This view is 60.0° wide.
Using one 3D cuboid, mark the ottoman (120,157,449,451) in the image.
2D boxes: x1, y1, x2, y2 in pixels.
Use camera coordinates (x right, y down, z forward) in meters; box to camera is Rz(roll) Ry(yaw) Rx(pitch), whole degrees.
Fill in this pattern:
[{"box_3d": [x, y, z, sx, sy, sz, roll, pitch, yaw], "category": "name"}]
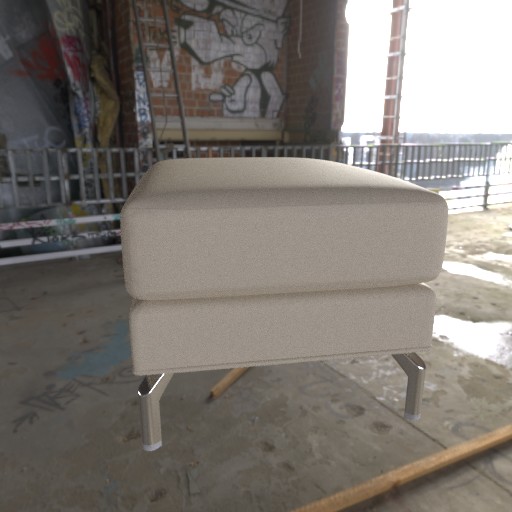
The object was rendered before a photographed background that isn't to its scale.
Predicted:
[{"box_3d": [0.000, 0.000, 1.176, 0.581, 0.497, 0.835, -3, 16, -9], "category": "ottoman"}]
